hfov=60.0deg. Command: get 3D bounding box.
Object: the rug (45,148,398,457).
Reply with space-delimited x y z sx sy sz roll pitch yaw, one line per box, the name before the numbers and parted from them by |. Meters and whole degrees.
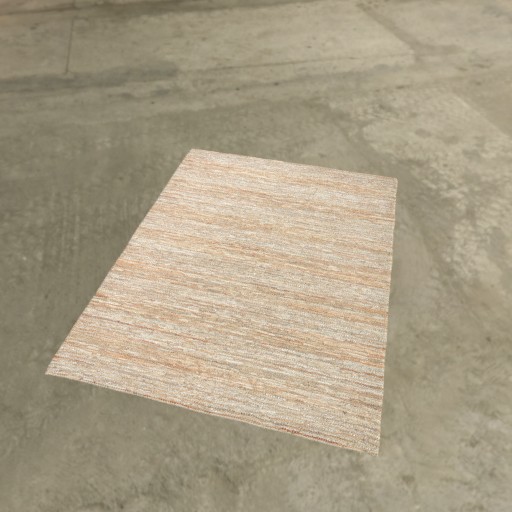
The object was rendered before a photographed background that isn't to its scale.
rug | 0.000 0.000 3.863 2.313 0.009 2.939 11 47 10
